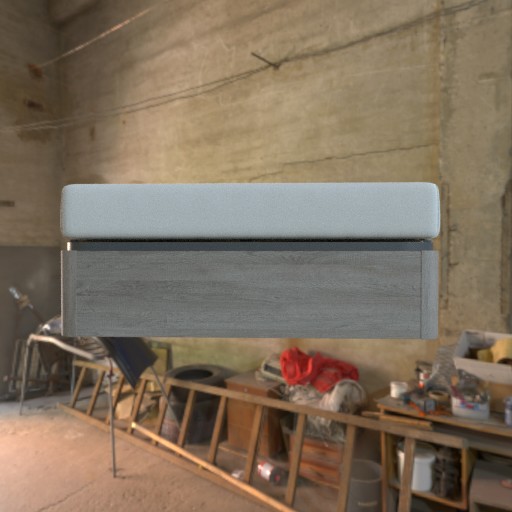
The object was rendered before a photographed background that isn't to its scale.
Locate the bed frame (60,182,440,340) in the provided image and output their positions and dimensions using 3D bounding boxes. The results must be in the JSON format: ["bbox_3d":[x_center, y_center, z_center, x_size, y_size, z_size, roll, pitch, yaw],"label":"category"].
[{"bbox_3d":[0.000,0.000,2.533,1.400,0.561,1.900,0,1,2],"label":"bed frame"}]
